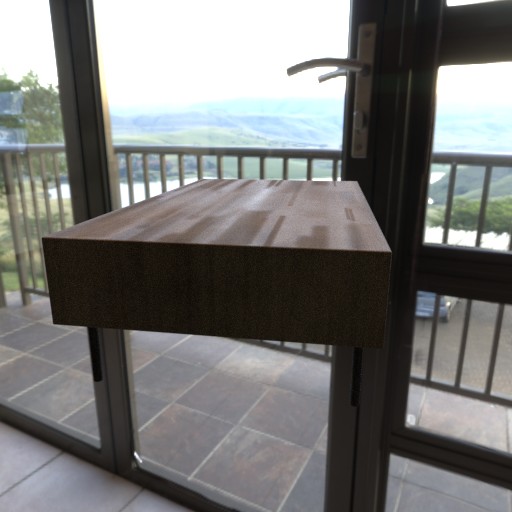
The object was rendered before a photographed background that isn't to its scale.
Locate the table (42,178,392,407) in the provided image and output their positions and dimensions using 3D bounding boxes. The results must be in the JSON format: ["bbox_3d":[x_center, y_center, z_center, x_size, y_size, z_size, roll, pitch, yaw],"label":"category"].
[{"bbox_3d":[0.000,0.000,1.348,0.643,0.347,1.088,3,16,9],"label":"table"}]
